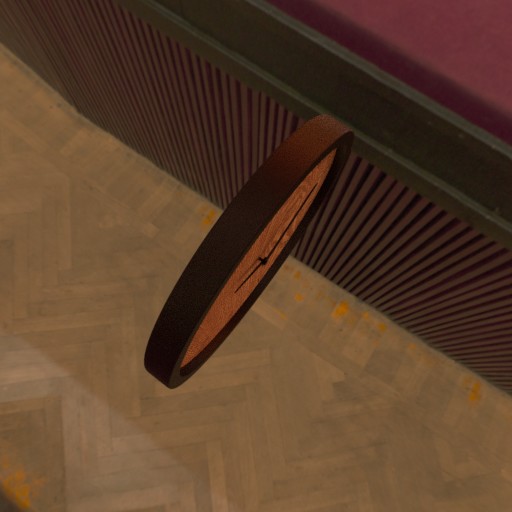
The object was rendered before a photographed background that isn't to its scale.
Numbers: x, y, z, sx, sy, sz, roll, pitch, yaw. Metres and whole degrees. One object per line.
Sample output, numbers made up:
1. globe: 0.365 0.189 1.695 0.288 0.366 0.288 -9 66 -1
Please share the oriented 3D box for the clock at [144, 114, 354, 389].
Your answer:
1. clock: 0.000 0.000 0.467 0.029 0.314 0.314 35 78 8
